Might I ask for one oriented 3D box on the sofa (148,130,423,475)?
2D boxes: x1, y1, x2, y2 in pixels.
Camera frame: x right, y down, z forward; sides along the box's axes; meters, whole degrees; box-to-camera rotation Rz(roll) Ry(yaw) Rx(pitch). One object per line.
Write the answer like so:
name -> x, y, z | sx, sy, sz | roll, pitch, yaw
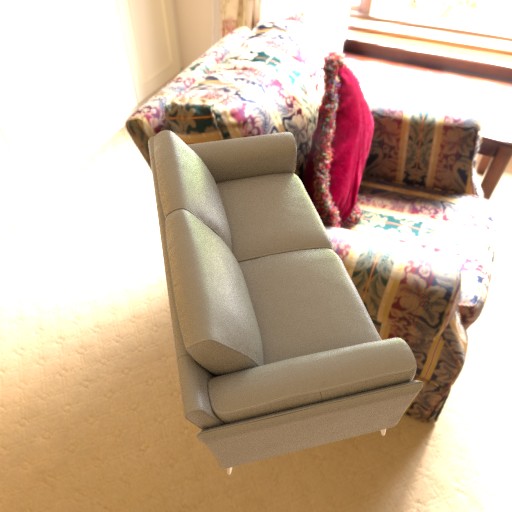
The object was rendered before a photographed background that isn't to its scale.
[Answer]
sofa -> 0.000, 0.000, 2.640 | 1.049, 0.930, 2.101 | -10, 47, -9
